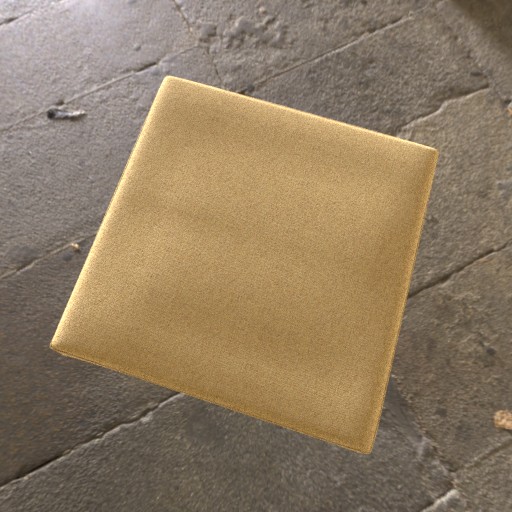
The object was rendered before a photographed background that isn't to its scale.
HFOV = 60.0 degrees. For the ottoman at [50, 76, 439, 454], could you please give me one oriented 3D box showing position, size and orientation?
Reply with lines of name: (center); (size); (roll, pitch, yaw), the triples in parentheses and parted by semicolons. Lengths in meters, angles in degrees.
ottoman: (0.000, 0.000, 1.512); (0.970, 0.378, 0.981); (17, 76, 4)
